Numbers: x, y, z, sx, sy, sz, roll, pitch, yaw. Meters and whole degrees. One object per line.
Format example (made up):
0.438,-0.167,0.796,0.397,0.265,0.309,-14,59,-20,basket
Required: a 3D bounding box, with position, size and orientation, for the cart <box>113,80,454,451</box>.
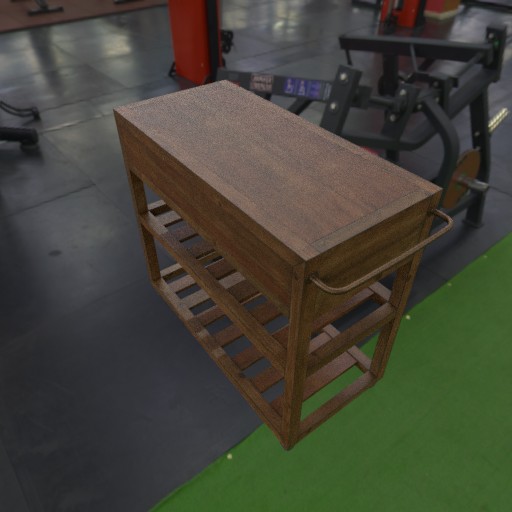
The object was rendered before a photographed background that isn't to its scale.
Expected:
0.000,0.000,1.491,0.445,0.830,1.065,-26,47,-27,cart
